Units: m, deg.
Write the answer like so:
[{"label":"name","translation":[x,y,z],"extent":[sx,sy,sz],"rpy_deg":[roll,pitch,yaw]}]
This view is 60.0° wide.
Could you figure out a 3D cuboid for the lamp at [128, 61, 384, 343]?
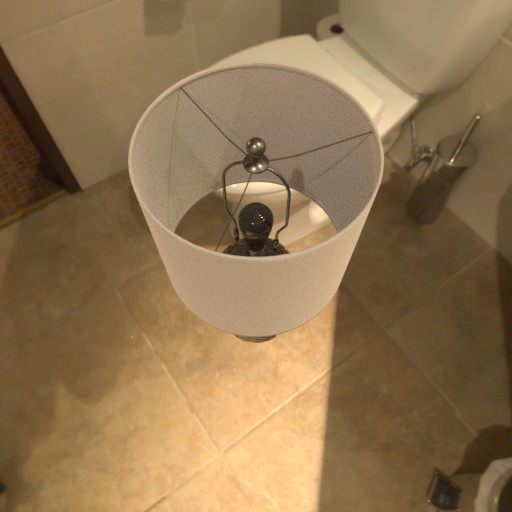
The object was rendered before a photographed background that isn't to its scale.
[{"label":"lamp","translation":[0.000,0.000,0.520],"extent":[0.203,0.389,0.203],"rpy_deg":[16,63,8]}]
